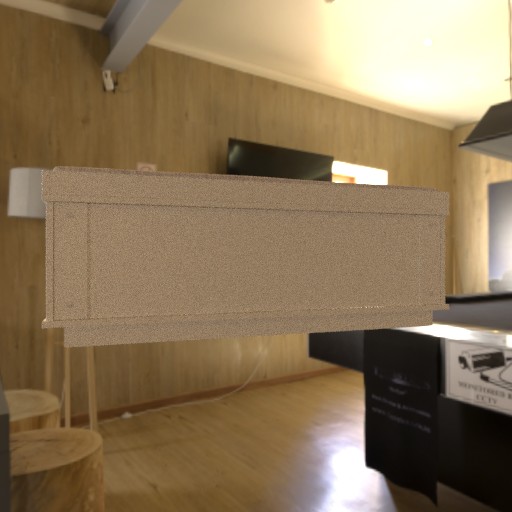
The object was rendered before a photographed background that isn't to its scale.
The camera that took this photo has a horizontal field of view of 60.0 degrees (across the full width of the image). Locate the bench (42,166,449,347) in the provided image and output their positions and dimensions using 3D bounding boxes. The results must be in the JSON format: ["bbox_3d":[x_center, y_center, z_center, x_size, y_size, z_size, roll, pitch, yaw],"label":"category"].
[{"bbox_3d":[0.000,0.000,1.419,1.196,0.453,0.363,0,0,-18],"label":"bench"}]
